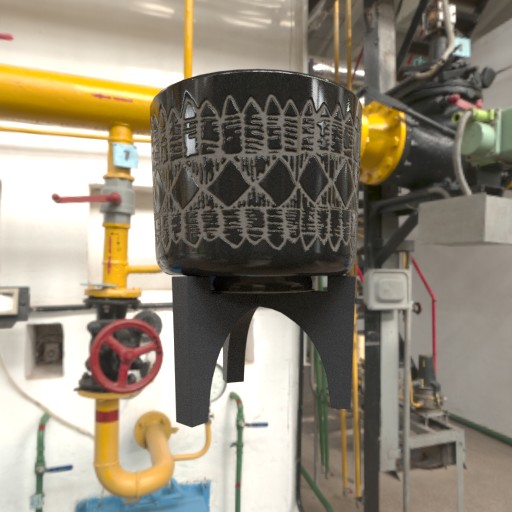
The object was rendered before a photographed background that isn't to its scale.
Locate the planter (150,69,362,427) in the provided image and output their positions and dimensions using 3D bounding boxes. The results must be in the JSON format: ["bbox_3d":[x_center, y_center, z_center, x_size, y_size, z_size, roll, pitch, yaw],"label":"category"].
[{"bbox_3d":[0.000,0.000,0.274,0.129,0.177,0.129,0,-2,0],"label":"planter"}]
